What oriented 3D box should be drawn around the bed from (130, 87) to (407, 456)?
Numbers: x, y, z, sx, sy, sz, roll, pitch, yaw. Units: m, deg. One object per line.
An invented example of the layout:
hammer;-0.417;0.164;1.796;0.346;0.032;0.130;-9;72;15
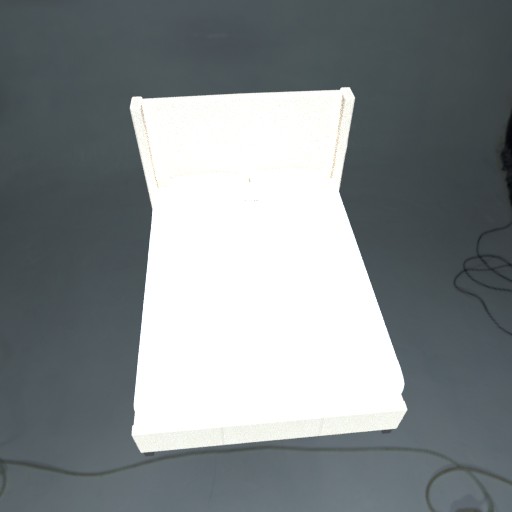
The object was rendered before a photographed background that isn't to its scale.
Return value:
bed;0.000;0.000;3.353;1.778;1.471;2.293;-4;47;-4
